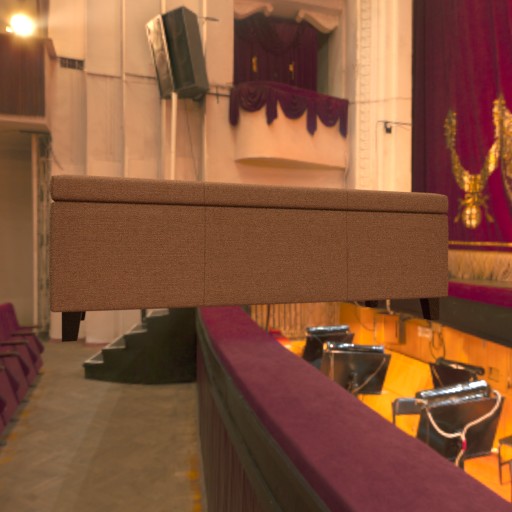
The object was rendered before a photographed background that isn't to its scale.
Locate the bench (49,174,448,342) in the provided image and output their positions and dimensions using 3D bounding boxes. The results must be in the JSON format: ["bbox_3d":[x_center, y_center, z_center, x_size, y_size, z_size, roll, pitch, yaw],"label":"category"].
[{"bbox_3d":[0.000,0.000,1.520,1.269,0.438,0.446,0,0,-18],"label":"bench"}]
